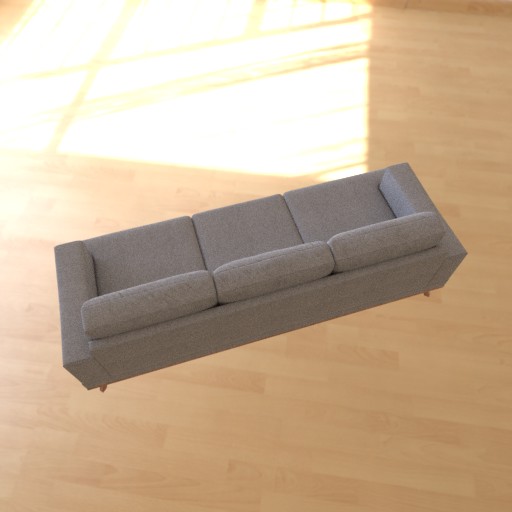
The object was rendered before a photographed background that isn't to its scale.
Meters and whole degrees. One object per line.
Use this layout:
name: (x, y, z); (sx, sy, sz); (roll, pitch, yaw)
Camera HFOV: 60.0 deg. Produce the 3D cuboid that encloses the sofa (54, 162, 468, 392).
sofa: (0.000, 0.000, 2.755); (2.310, 0.810, 0.920); (-15, 59, -9)
